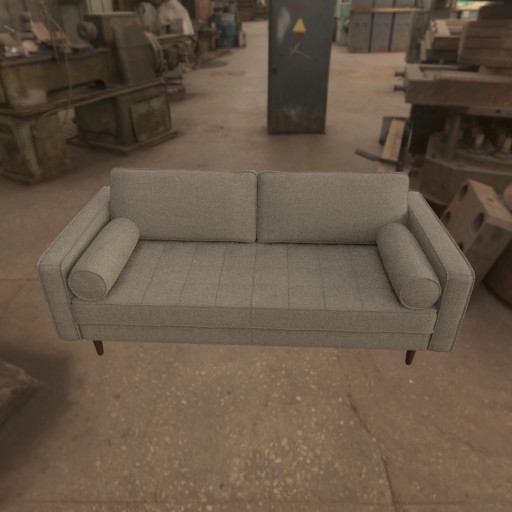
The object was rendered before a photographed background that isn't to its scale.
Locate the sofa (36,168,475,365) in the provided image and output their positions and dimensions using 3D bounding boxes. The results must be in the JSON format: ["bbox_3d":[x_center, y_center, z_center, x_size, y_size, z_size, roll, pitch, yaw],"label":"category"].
[{"bbox_3d":[0.000,0.000,2.321,1.879,0.762,0.914,1,31,2],"label":"sofa"}]
